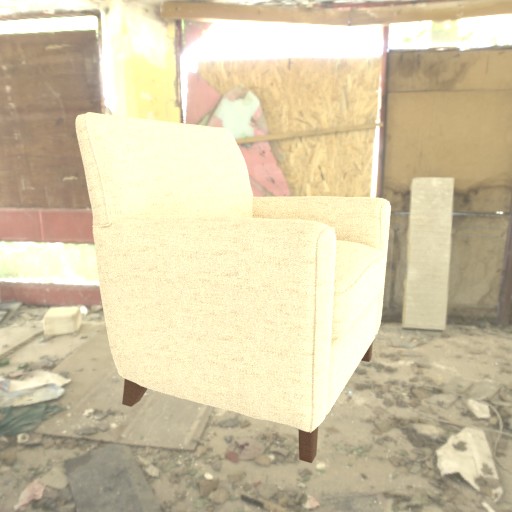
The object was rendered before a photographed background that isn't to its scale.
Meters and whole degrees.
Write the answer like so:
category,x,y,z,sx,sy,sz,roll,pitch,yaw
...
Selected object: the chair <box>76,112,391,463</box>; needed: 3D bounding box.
category,x,y,z,sx,sy,sz,roll,pitch,yaw
chair,0.000,0.000,1.579,0.823,0.943,0.870,6,14,26
